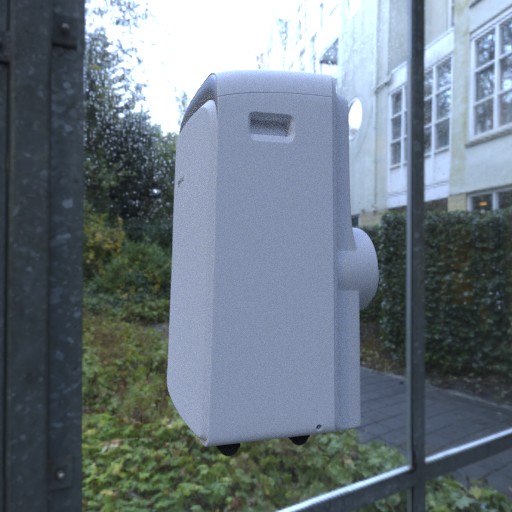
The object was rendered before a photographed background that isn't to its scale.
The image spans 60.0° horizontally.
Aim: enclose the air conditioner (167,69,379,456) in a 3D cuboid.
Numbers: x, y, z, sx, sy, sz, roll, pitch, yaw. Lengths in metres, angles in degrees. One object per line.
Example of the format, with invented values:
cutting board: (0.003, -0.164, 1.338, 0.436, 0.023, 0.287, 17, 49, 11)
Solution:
air conditioner: (0.000, 0.000, 0.979, 0.365, 0.700, 0.454, 0, 0, -19)
